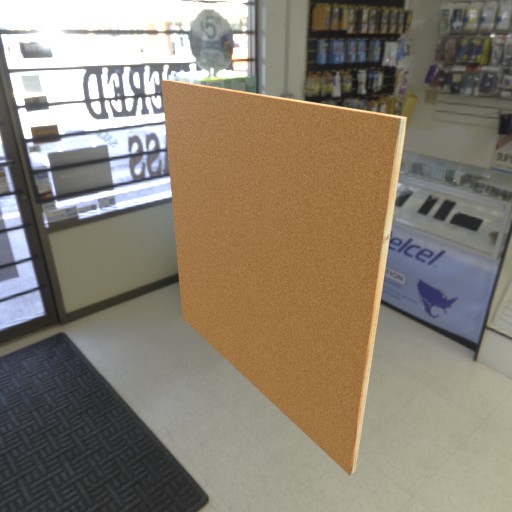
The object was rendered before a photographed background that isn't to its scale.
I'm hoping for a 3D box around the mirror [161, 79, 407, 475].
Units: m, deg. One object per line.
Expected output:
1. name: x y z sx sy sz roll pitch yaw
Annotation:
1. mirror: 0.000 0.000 1.156 0.061 0.804 0.804 -19 32 -33
